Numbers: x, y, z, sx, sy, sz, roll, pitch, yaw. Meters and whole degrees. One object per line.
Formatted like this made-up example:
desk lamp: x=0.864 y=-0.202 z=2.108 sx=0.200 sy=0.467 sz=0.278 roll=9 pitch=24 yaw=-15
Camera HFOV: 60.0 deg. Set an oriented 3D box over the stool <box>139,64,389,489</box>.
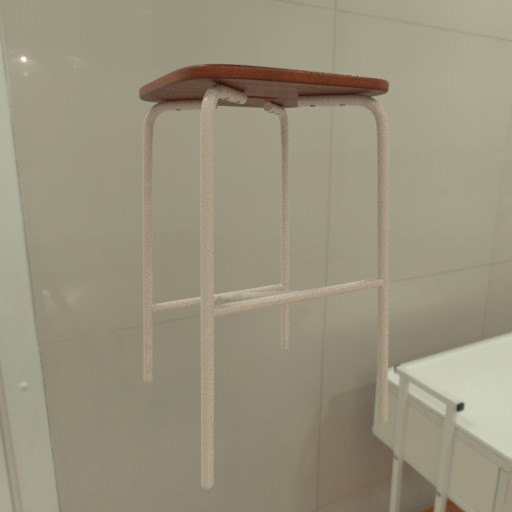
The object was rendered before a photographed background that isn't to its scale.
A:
stool: x=0.000 y=0.000 z=0.847 sx=0.376 sy=0.610 sz=0.376 roll=-7 pitch=15 yaw=-27
